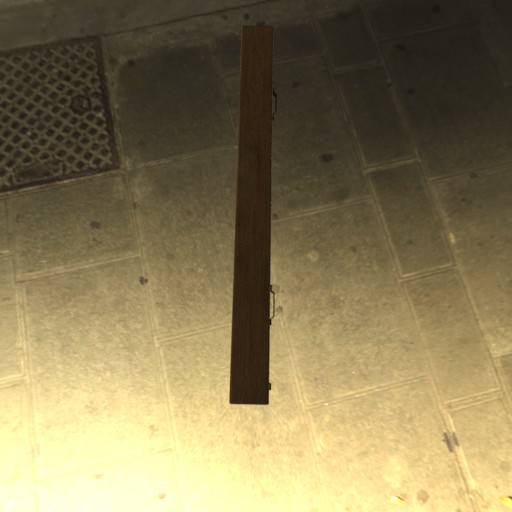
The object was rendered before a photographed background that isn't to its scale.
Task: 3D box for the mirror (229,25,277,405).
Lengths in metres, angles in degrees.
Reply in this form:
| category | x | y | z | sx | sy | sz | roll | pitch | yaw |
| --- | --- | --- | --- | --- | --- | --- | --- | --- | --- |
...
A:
| category | x | y | z | sx | sy | sz | roll | pitch | yaw |
| --- | --- | --- | --- | --- | --- | --- | --- | --- | --- |
| mirror | 0.000 | 0.000 | 0.694 | 0.041 | 0.508 | 0.405 | 1 | 76 | 0 |
